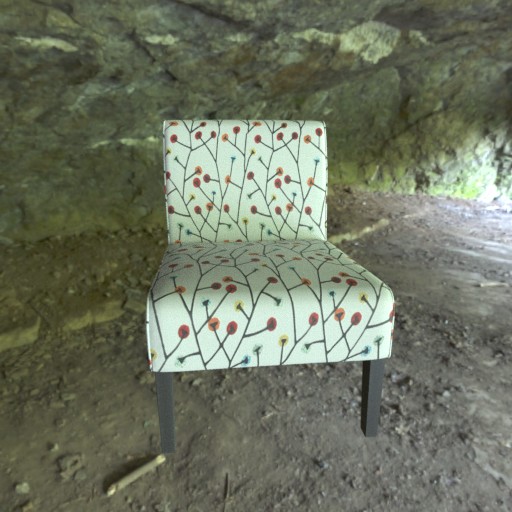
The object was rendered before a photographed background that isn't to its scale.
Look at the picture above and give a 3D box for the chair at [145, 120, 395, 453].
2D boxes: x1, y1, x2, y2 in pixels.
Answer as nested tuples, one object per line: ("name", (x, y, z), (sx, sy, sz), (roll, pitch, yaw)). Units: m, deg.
("chair", (0.000, 0.000, 1.348), (0.597, 0.813, 0.732), (-2, 15, -7))
